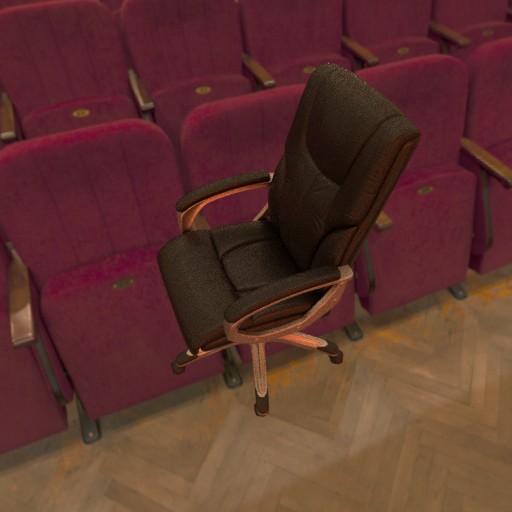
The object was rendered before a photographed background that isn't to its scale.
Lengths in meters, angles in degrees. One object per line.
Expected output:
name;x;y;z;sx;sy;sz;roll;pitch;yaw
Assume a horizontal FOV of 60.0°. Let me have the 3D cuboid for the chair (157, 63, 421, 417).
chair;0.000;0.000;1.607;0.780;1.145;0.700;-17;49;-15
